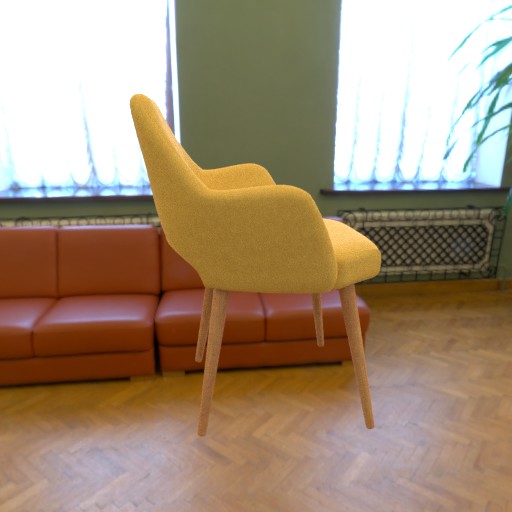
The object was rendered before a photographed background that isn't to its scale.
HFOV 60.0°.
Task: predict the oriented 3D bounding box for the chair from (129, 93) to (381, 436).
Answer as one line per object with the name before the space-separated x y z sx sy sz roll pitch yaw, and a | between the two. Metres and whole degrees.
chair | 0.000 0.000 1.233 0.610 0.840 0.590 -2 17 -8
